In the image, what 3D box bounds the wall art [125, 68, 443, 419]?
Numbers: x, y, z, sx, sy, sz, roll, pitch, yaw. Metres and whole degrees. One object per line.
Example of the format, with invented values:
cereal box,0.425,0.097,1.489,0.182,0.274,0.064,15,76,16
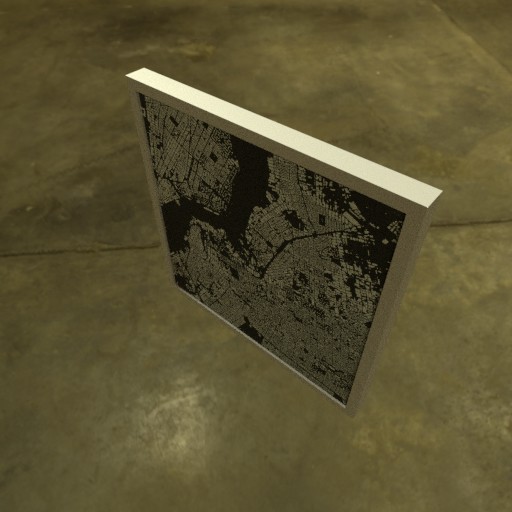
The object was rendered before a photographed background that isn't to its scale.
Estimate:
wall art,0.000,0.000,0.771,0.506,0.506,0.038,31,53,27
